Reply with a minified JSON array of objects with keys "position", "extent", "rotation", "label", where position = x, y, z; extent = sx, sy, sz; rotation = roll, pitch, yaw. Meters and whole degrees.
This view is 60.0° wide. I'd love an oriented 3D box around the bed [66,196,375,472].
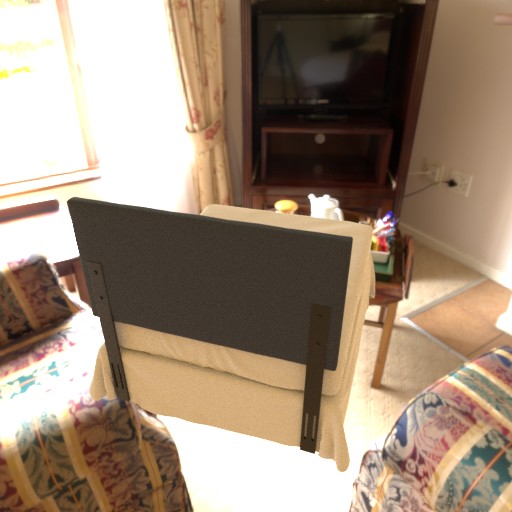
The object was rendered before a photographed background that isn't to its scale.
[{"position":[0.000,0.000,3.534],"extent":[1.936,1.577,2.222],"rotation":[9,32,16],"label":"bed"}]
